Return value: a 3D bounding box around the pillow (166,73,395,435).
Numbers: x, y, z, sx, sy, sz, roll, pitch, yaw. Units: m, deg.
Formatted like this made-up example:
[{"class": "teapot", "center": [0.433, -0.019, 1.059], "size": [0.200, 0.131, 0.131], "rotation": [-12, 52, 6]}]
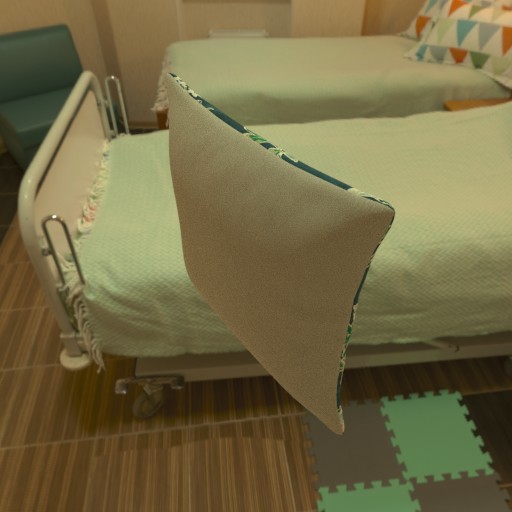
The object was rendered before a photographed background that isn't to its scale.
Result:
[{"class": "pillow", "center": [0.000, 0.000, 0.803], "size": [0.166, 0.508, 0.525], "rotation": [-26, 47, -26]}]
